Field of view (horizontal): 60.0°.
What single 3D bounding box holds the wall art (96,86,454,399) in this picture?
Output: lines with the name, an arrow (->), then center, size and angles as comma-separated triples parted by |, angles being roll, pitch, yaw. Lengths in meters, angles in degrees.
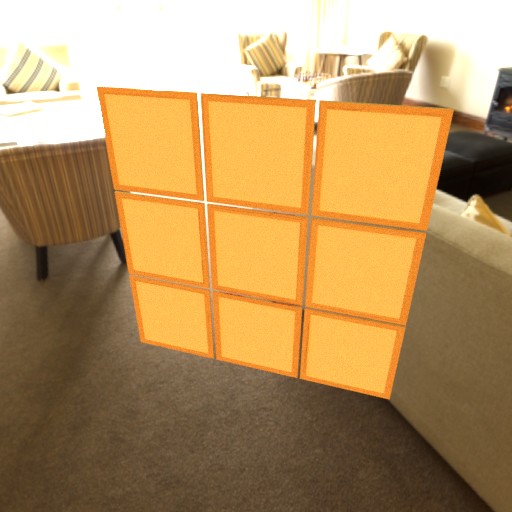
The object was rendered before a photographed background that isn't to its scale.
wall art -> 0.000, 0.000, 2.207 | 1.517, 1.523, 0.013 | 9, 32, 15
